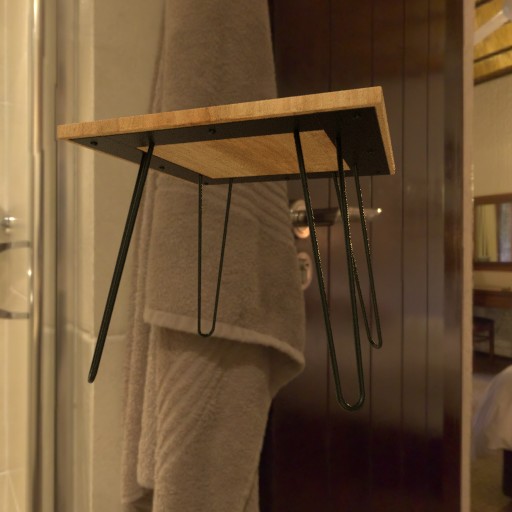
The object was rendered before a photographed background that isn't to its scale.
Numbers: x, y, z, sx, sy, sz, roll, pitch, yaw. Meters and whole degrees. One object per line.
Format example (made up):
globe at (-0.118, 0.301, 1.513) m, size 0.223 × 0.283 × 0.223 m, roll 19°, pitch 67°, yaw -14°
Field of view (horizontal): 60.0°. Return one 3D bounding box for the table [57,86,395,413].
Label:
table at (0.000, 0.000, 1.032) m, size 0.599 × 0.500 × 0.599 m, roll 0°, pitch 0°, yaw 19°
